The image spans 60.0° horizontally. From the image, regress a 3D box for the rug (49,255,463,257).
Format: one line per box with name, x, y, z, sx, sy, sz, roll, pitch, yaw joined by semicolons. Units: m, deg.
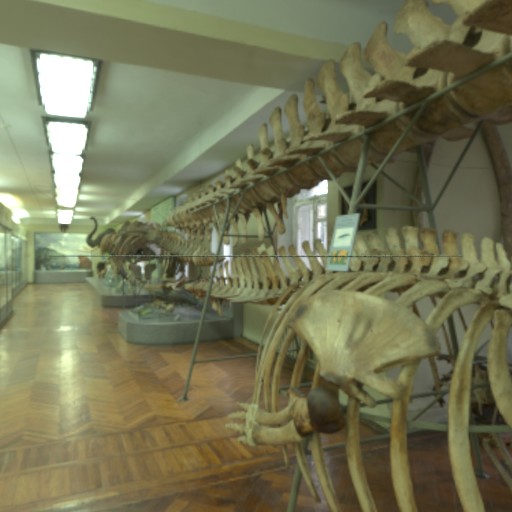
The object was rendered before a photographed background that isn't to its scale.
rug;0.000;0.000;5.214;3.957;0.011;2.894;0;0;36
